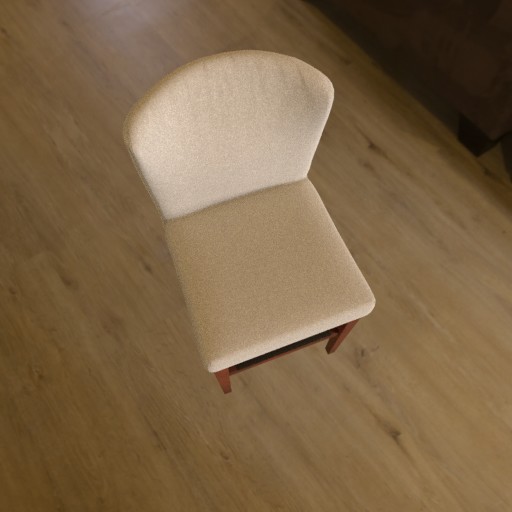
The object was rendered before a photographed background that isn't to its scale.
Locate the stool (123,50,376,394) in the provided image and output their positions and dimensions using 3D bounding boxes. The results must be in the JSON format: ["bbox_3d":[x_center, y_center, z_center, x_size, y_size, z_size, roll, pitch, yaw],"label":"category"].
[{"bbox_3d":[0.000,0.000,1.295,0.479,0.968,0.568,-19,65,-9],"label":"stool"}]
